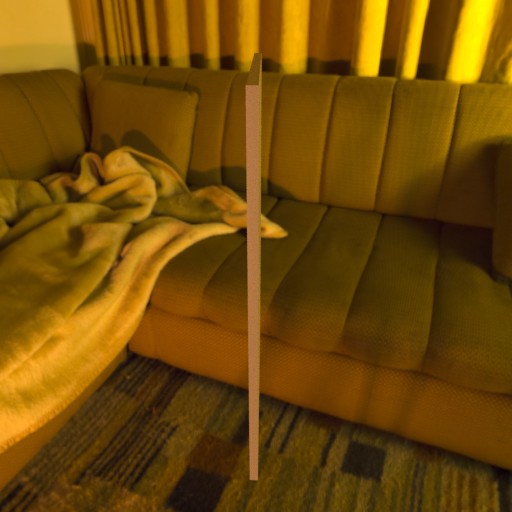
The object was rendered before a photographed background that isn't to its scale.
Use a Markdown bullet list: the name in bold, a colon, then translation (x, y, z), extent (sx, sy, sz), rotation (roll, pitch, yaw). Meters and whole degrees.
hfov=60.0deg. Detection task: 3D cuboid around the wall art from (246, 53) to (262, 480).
- **wall art**: translation (0.000, 0.000, 0.595), extent (0.010, 0.474, 0.325), rotation (0, 29, 1)
